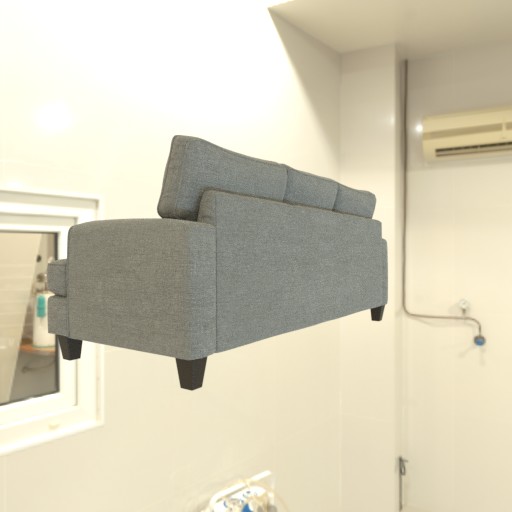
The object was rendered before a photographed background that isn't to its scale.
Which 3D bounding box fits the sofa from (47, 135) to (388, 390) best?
[{"bbox_3d":[0.000,0.000,2.688,0.951,0.965,2.158,0,0,35],"label":"sofa"}]
